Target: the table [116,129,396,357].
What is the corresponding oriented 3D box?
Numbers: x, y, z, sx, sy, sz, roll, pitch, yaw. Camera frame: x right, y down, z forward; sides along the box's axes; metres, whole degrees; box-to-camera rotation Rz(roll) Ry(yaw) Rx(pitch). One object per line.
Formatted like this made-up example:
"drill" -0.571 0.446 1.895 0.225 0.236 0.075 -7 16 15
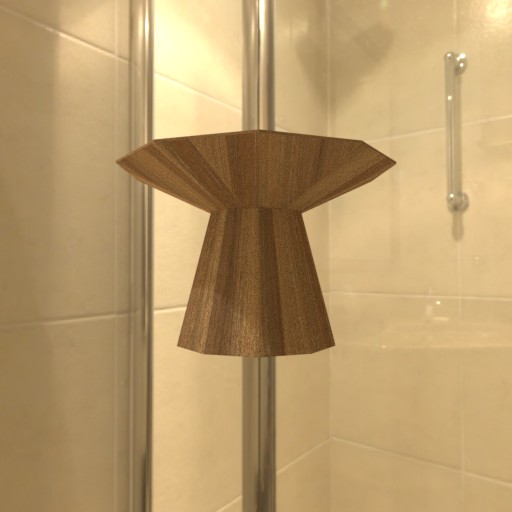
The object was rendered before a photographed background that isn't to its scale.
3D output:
"table" 0.000 0.000 1.955 1.186 0.752 1.186 0 -2 0
